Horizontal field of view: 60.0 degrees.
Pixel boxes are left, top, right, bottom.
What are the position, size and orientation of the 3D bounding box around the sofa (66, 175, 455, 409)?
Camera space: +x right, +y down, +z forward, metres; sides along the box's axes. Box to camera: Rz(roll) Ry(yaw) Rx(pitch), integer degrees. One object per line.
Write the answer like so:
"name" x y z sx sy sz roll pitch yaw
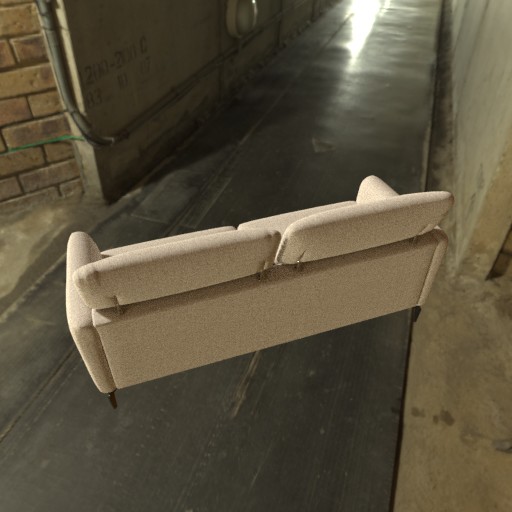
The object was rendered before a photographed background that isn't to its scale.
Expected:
"sofa" 0.000 0.000 2.519 2.015 0.956 0.856 -13 43 -14
